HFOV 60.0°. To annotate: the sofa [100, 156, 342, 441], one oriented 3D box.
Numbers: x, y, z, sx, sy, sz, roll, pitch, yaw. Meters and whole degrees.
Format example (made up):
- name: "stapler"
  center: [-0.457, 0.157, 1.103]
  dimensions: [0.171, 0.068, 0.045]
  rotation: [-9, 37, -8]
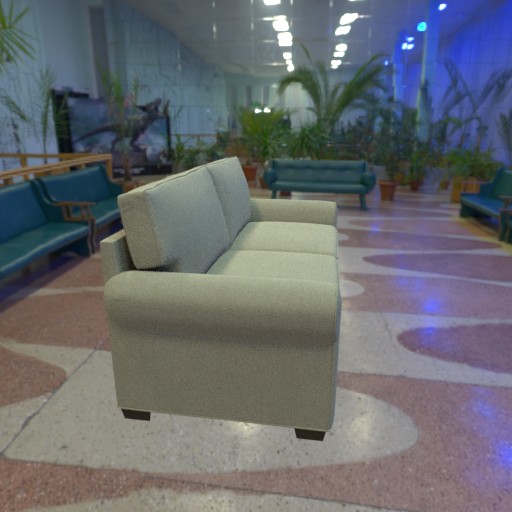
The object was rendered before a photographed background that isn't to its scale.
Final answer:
- name: "sofa"
  center: [0.000, 0.000, 2.338]
  dimensions: [0.861, 0.933, 1.774]
  rotation: [3, 17, 9]
